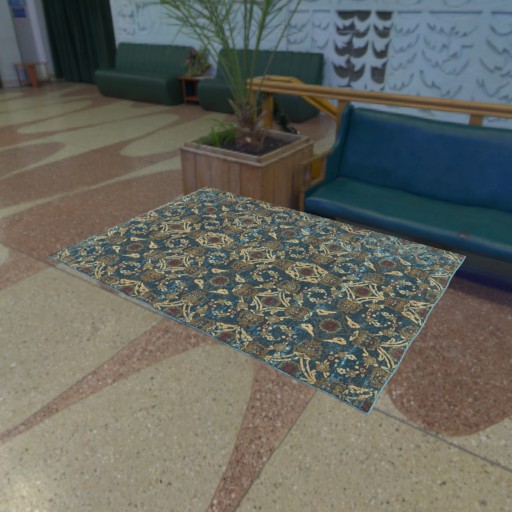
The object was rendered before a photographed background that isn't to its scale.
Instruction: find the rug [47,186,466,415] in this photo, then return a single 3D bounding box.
[{"bbox_3d":[0.000,0.000,2.859,2.207,0.014,1.567,19,35,31],"label":"rug"}]
